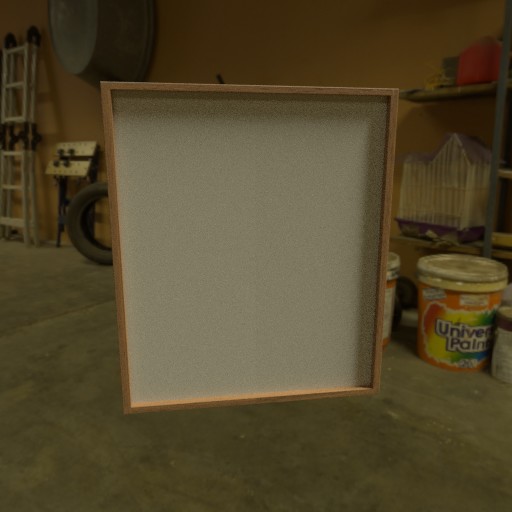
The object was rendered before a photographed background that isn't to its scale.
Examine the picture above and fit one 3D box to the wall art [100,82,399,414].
[{"bbox_3d":[0.000,0.000,0.981,0.609,0.710,0.021,-2,12,-8],"label":"wall art"}]
